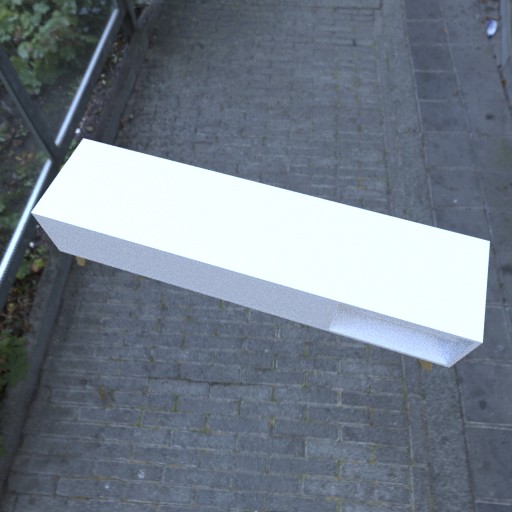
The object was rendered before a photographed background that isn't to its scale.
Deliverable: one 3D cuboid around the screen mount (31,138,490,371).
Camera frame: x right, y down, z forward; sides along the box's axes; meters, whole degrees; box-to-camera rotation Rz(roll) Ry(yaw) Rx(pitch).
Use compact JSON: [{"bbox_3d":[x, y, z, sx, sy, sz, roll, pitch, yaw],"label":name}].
[{"bbox_3d":[0.000,0.000,1.818,1.644,0.432,0.399,16,61,9],"label":"screen mount"}]
